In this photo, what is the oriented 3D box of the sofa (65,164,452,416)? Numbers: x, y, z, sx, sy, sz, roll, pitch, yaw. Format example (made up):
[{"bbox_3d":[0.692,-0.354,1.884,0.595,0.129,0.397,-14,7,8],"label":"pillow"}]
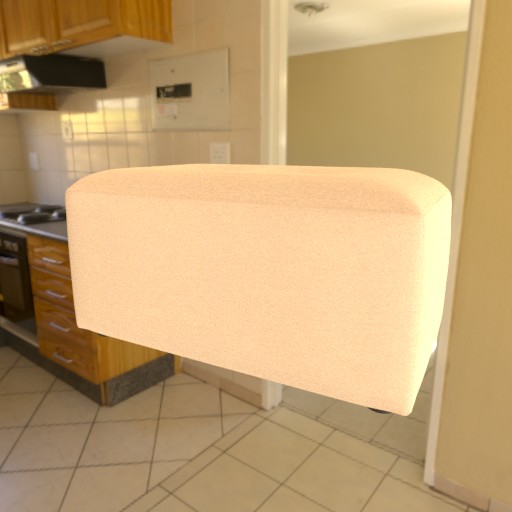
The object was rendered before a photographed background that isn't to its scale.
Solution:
[{"bbox_3d":[0.000,0.000,1.202,0.930,0.470,0.480,7,16,27],"label":"sofa"}]
